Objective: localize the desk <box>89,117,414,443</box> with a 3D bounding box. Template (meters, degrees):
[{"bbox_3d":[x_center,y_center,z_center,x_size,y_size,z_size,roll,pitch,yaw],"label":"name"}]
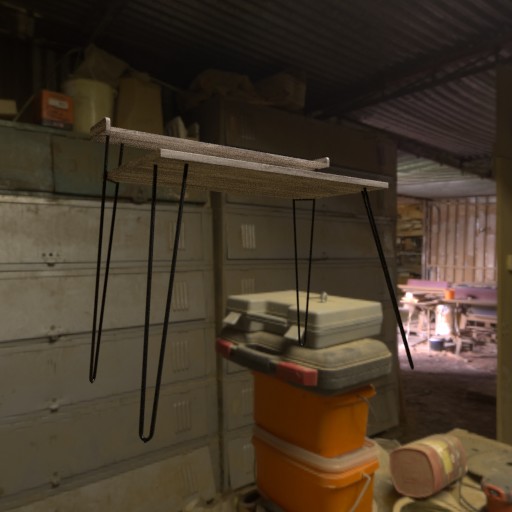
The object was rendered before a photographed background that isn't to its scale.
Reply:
[{"bbox_3d":[0.000,0.000,1.643,1.135,0.899,0.605,0,1,-37],"label":"desk"}]
